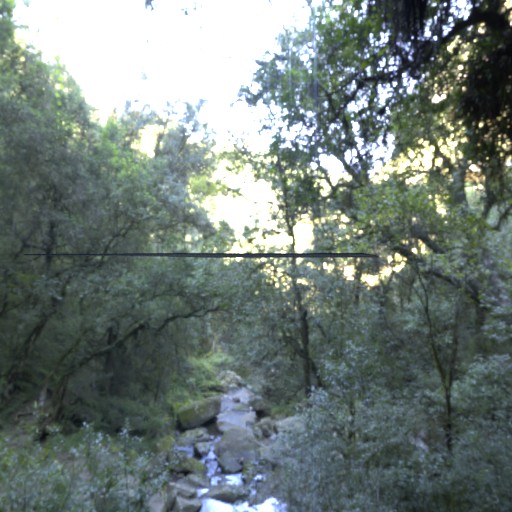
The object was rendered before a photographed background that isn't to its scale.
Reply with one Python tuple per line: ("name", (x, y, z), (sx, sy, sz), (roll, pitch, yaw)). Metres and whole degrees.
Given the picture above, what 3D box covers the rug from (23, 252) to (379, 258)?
("rug", (0.000, 0.000, 2.177), (1.135, 0.010, 1.740), (0, -1, 17))
